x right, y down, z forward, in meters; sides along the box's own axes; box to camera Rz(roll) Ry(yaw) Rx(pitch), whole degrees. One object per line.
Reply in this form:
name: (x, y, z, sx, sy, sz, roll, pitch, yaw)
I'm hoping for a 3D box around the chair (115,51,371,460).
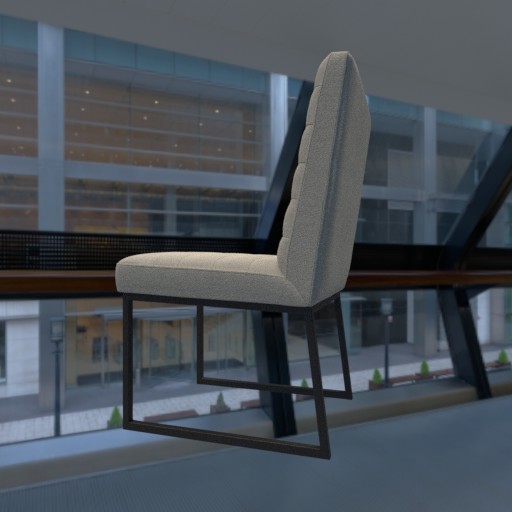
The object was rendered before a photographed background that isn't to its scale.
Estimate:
chair: (0.000, 0.000, 1.310, 0.634, 0.930, 0.520, 0, 0, 19)
